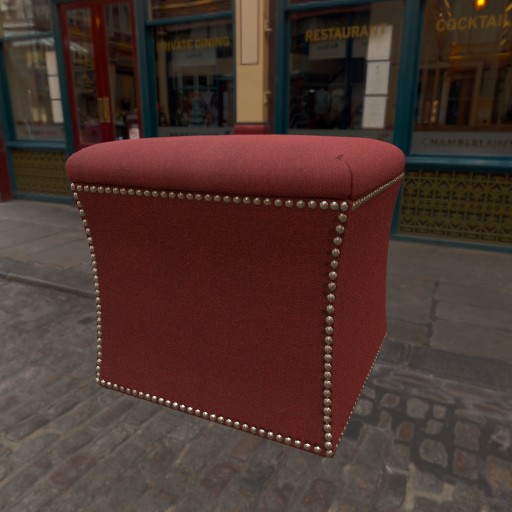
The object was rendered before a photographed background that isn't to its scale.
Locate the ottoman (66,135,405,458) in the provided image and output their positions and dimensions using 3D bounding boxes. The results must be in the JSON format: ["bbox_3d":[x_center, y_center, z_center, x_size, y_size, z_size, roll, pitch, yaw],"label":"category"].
[{"bbox_3d":[0.000,0.000,0.900,0.507,0.475,0.497,7,18,25],"label":"ottoman"}]
